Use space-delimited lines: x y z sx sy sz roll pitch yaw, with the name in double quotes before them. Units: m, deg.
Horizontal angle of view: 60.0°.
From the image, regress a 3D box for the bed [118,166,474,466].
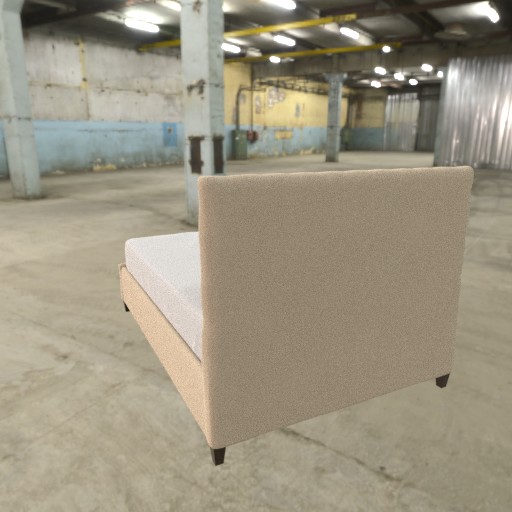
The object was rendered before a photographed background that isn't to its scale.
"bed" 0.000 0.000 3.392 1.698 1.427 2.387 -7 16 -26
